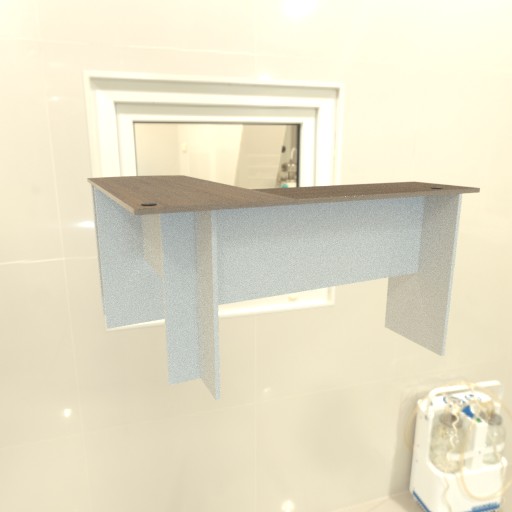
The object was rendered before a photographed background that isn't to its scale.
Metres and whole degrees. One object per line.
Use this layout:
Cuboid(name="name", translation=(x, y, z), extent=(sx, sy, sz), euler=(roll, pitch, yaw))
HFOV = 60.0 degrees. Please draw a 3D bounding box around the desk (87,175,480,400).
Cuboid(name="desk", translation=(0.000, 0.000, 2.140), extent=(1.361, 0.716, 1.303), euler=(-7, 16, -25))
